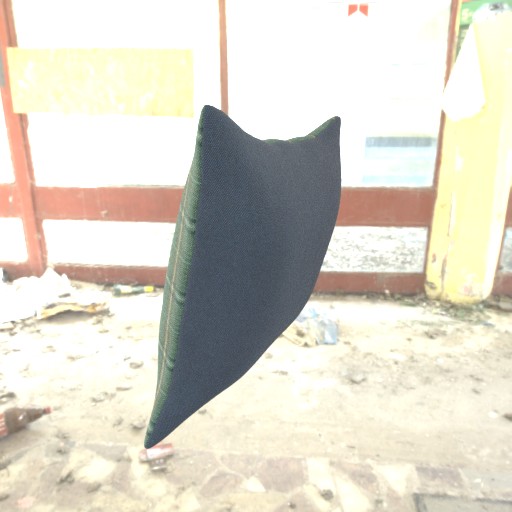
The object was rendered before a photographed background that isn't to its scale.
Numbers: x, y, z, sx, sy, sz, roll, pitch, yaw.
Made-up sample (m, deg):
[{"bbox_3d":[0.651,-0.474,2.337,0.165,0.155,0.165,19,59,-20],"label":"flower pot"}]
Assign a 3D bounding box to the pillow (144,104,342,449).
[{"bbox_3d":[0.000,0.000,0.693,0.200,0.430,0.453,8,18,25],"label":"pillow"}]
